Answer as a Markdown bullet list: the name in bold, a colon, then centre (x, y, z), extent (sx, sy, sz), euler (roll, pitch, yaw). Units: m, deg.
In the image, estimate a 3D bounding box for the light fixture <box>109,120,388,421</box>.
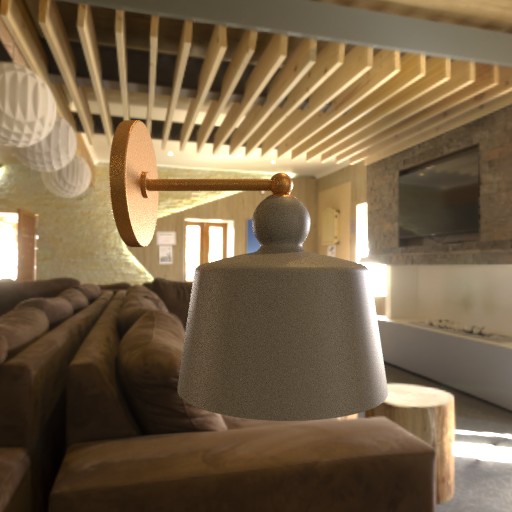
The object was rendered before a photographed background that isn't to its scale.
- **light fixture**: centre (0.000, 0.000, 0.444), extent (0.254, 0.268, 0.204), euler (0, -1, 1)
